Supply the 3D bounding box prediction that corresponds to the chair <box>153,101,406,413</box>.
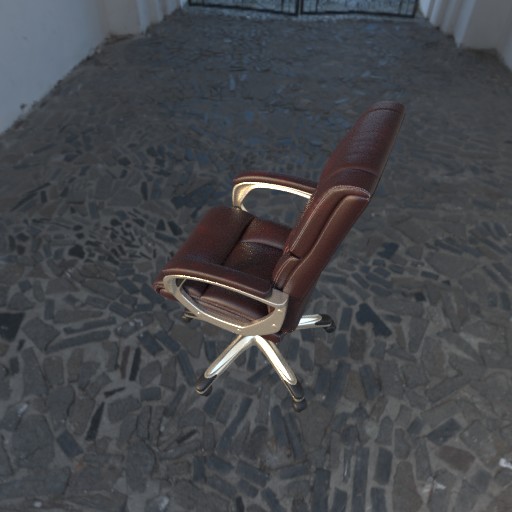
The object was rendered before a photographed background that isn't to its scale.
[{"bbox_3d":[0.000,0.000,1.573,0.739,1.107,0.662,17,48,16],"label":"chair"}]
